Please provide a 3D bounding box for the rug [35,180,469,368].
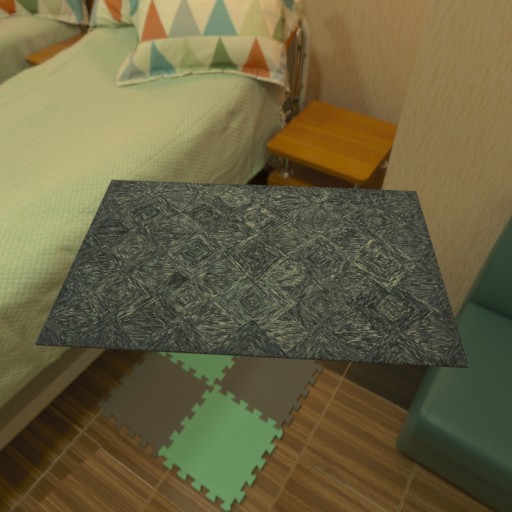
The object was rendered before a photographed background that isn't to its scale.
[{"bbox_3d":[0.000,0.000,2.880,2.330,0.017,1.478,2,47,2],"label":"rug"}]
